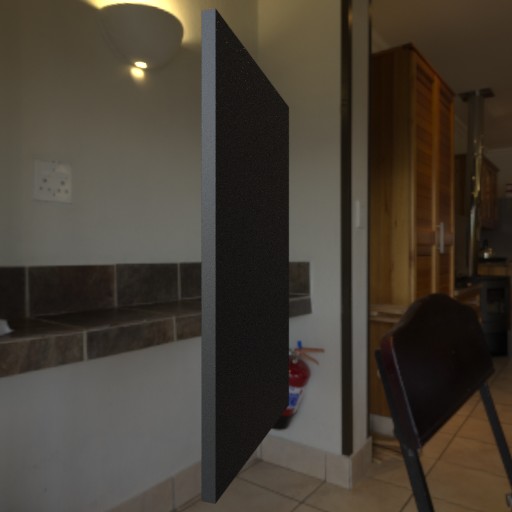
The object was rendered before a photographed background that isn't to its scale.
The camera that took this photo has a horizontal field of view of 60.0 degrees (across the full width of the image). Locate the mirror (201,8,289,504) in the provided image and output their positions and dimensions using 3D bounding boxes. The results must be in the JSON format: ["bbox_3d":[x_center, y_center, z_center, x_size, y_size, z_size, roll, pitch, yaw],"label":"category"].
[{"bbox_3d":[0.000,0.000,1.458,0.038,1.219,0.762,0,0,18],"label":"mirror"}]
